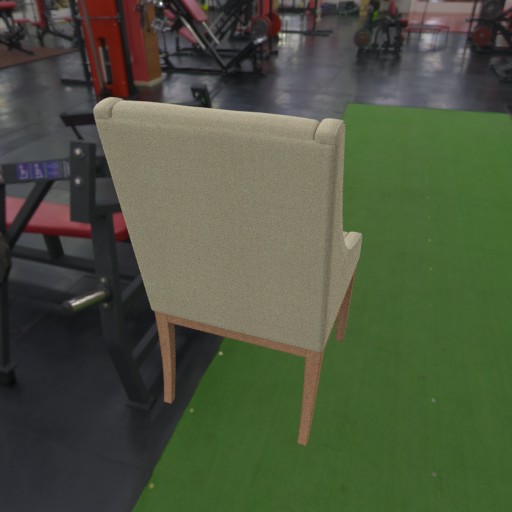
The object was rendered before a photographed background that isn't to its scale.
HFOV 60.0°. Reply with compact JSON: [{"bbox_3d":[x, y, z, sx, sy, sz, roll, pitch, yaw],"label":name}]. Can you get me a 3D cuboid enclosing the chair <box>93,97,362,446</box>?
[{"bbox_3d":[0.000,0.000,1.368,0.575,1.021,0.611,11,35,16],"label":"chair"}]
